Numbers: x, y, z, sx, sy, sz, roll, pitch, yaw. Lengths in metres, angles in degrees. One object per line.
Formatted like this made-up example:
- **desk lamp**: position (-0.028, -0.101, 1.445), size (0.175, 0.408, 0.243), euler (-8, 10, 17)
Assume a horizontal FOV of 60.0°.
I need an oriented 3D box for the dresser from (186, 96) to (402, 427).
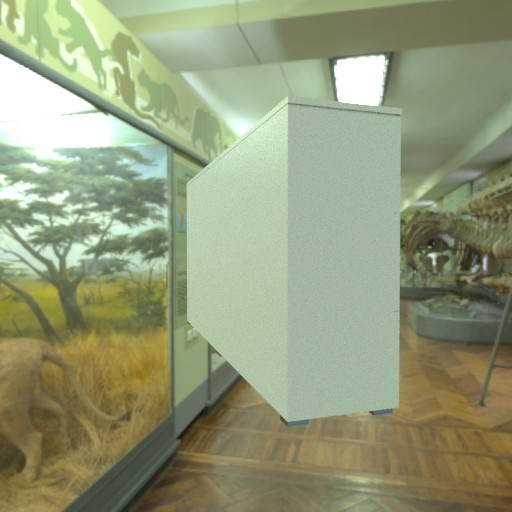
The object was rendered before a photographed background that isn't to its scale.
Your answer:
- **dresser**: position (0.000, 0.000, 1.836), size (0.333, 0.790, 1.535), euler (0, 1, -18)
